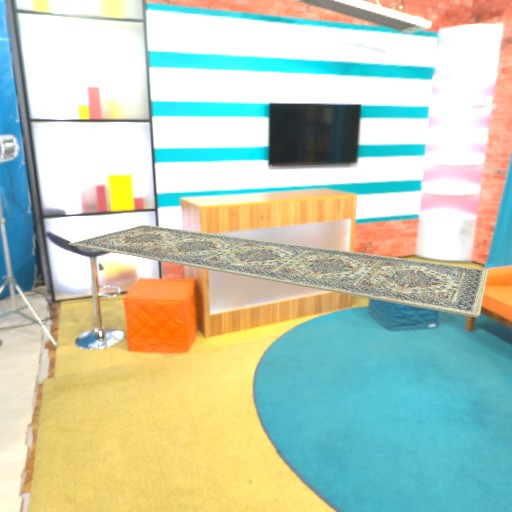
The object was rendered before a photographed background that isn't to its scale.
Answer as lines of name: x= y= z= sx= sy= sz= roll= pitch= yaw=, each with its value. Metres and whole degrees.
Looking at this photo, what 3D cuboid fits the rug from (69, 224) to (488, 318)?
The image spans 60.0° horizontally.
rug: x=0.000 y=0.000 z=2.485 sx=2.297 sy=0.013 sz=0.661 roll=9 pitch=18 yaw=28
